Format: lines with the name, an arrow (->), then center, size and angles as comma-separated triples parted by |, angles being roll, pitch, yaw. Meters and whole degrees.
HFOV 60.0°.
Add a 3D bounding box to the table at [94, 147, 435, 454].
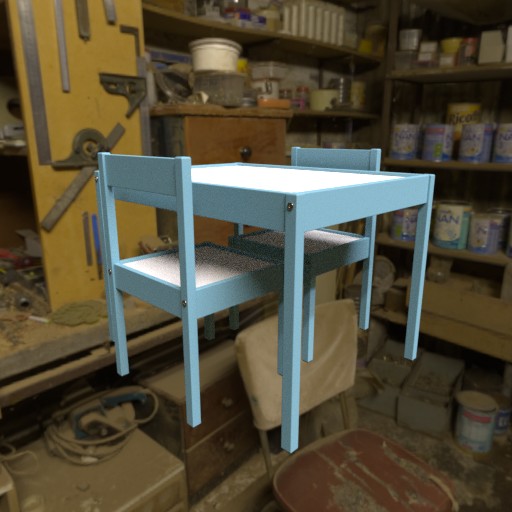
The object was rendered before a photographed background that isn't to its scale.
table -> 0.000, 0.000, 1.086 | 0.639, 0.503, 0.633 | 14, 21, 43
